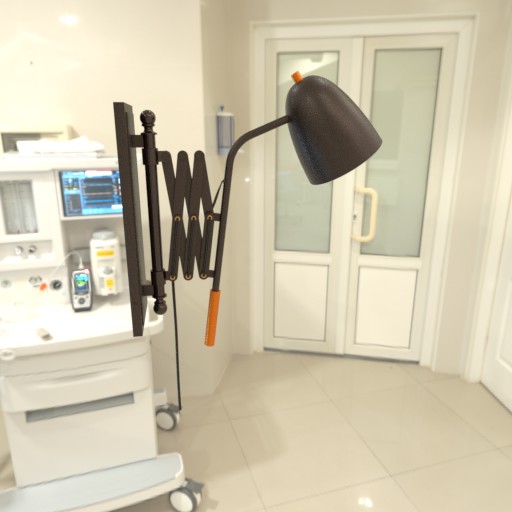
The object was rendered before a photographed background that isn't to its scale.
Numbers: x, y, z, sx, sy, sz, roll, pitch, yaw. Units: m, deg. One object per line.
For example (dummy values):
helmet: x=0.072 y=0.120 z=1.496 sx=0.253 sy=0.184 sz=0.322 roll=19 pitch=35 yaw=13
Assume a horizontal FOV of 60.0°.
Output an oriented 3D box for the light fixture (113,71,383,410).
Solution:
light fixture: x=0.000 y=0.000 z=0.918 sx=0.499 sy=0.715 sz=0.162 roll=-3 pitch=17 yaw=-10
